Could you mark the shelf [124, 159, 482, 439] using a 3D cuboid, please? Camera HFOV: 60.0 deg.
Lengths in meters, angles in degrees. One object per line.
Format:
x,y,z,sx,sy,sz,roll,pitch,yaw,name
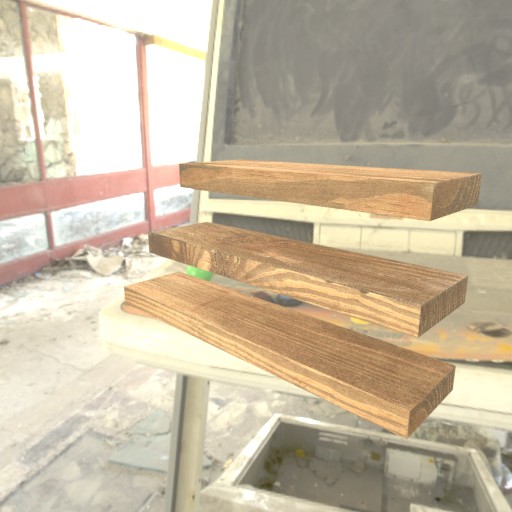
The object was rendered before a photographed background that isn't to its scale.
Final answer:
0.000,0.000,0.720,0.610,0.293,0.140,14,21,41,shelf
